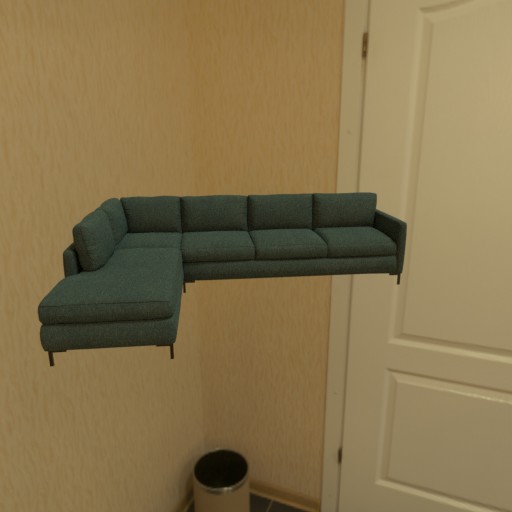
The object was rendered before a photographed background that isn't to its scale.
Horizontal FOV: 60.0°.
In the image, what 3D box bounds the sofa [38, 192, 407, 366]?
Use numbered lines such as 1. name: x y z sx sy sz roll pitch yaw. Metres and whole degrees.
1. sofa: 0.000 0.000 3.790 2.949 0.815 2.007 -2 16 -7
